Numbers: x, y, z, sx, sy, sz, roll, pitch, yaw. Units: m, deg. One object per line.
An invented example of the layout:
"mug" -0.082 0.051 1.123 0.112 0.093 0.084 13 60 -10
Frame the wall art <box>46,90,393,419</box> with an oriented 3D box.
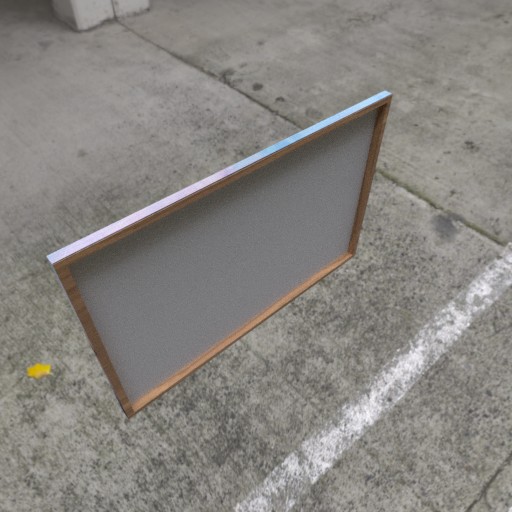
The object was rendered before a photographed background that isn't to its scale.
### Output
"wall art" 0.000 0.000 0.771 0.604 0.402 0.018 -32 54 -27
